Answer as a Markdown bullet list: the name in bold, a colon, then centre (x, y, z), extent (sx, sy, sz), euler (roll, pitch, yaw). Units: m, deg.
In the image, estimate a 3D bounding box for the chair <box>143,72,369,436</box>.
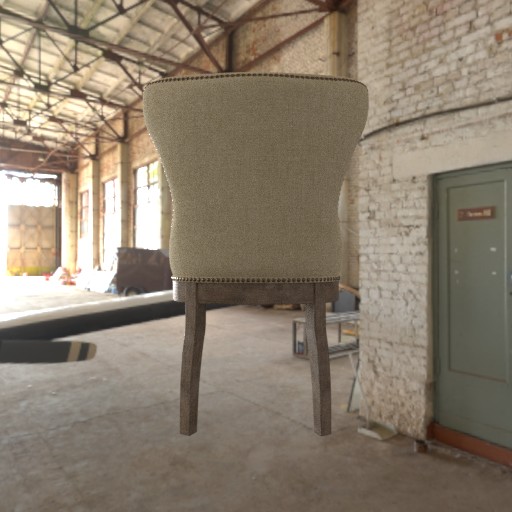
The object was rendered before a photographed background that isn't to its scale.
- **chair**: centre (0.000, 0.000, 1.469), extent (0.654, 1.002, 0.681), euler (0, 0, 0)
